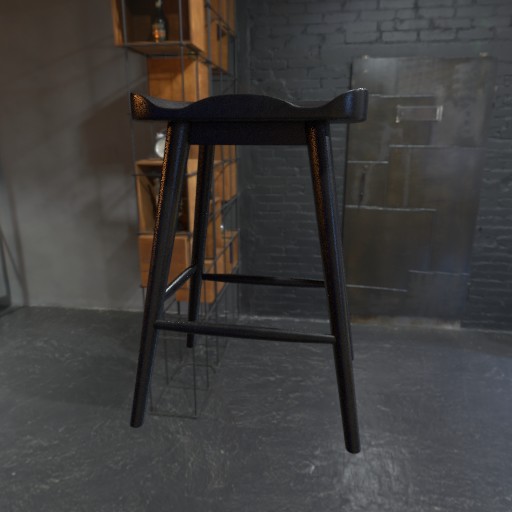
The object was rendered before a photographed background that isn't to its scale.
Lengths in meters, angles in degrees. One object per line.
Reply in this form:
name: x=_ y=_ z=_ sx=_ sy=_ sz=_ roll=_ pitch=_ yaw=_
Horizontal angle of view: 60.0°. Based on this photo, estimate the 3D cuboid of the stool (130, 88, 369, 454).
stool: x=0.000 y=0.000 z=0.907 sx=0.440 sy=0.615 sz=0.361 roll=3 pitch=16 yaw=10
